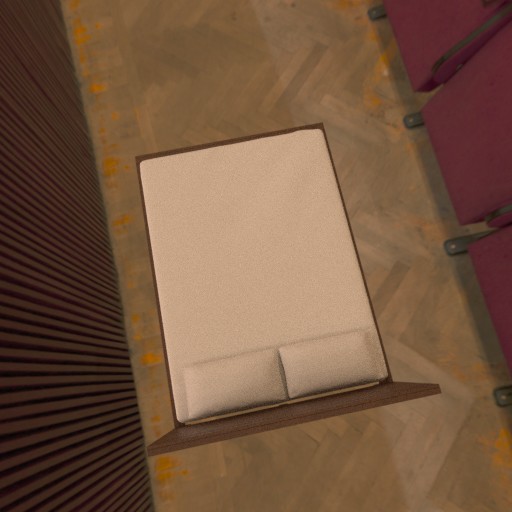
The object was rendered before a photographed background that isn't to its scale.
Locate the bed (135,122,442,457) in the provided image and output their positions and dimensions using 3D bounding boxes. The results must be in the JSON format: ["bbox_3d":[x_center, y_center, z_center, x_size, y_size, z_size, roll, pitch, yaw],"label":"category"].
[{"bbox_3d":[0.000,0.000,3.215,1.613,1.169,2.221,-11,75,-3],"label":"bed"}]
